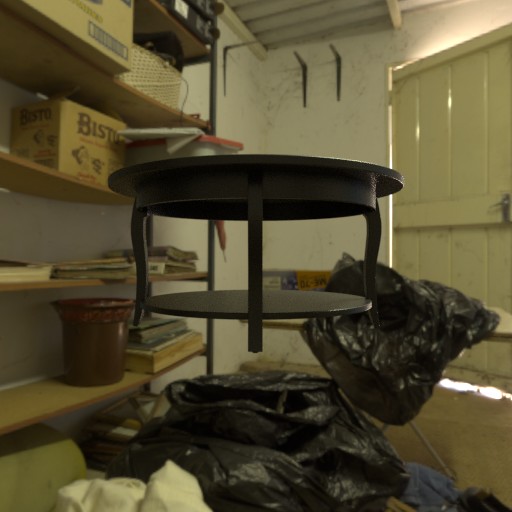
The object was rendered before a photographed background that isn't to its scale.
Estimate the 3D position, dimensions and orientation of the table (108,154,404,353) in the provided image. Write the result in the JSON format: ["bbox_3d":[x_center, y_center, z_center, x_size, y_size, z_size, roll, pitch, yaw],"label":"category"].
[{"bbox_3d":[0.000,0.000,1.442,0.914,0.457,0.914,0,0,0],"label":"table"}]
